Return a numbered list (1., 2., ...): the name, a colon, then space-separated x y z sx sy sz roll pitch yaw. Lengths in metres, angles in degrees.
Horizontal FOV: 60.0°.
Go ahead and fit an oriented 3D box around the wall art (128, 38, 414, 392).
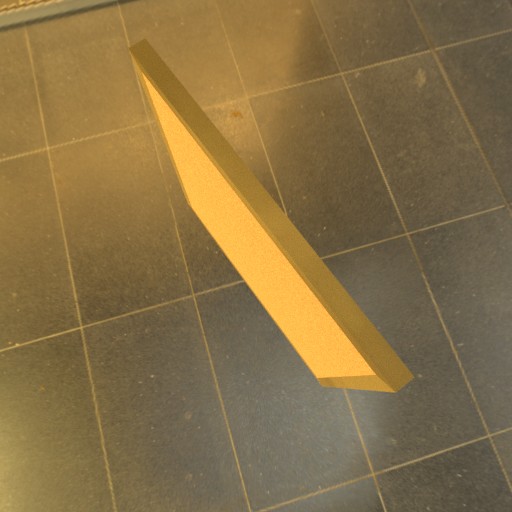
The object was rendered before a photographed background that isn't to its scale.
1. wall art: 0.000 0.000 1.116 0.038 0.762 0.762 -35 77 -9
